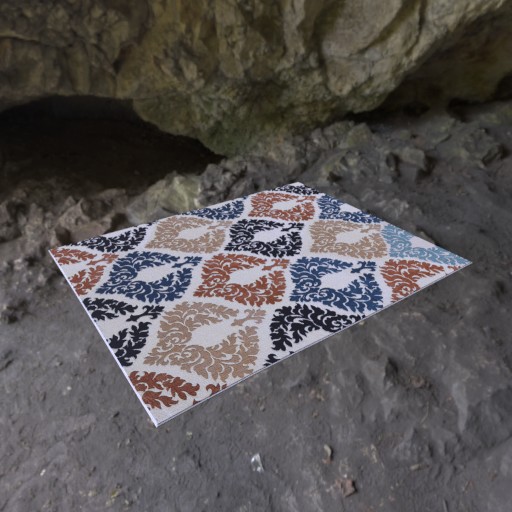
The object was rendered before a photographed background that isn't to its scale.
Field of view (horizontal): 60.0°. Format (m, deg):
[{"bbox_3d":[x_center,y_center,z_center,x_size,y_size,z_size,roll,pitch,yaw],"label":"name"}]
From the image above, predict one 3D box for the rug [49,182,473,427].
[{"bbox_3d":[0.000,0.000,4.044,3.040,0.014,2.423,-20,36,-30],"label":"rug"}]
